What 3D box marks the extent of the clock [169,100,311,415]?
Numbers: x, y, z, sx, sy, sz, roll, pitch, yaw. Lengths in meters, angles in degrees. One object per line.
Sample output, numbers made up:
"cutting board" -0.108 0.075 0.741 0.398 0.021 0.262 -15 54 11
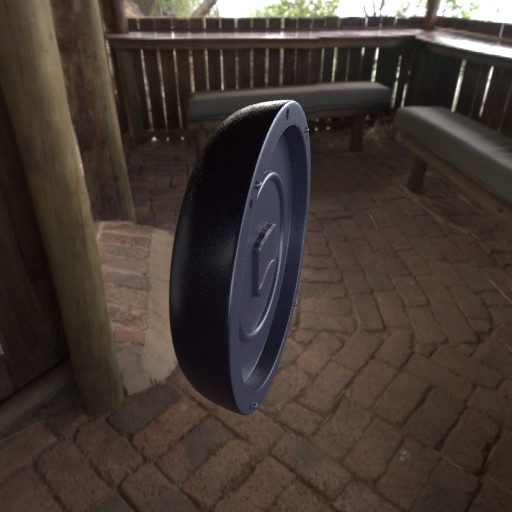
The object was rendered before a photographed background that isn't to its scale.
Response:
"clock" 0.000 0.000 0.448 0.060 0.300 0.300 9 32 15
